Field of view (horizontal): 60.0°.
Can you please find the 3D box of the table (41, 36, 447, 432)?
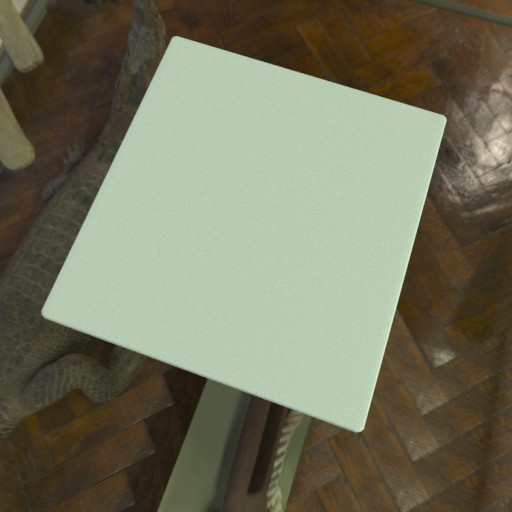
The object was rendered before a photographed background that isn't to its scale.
[{"bbox_3d":[0.000,0.000,0.973,0.500,0.563,0.533,19,76,5],"label":"table"}]
